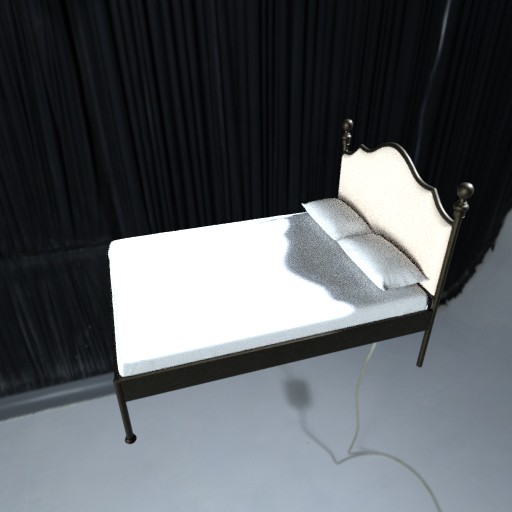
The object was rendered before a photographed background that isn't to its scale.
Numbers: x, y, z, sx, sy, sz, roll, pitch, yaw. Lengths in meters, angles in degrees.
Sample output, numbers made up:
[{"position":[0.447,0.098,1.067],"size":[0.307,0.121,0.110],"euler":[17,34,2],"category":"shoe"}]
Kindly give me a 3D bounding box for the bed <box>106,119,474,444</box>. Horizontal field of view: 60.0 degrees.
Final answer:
[{"position":[0.000,0.000,3.238],"size":[2.170,1.462,1.533],"euler":[-10,33,-15],"category":"bed"}]
